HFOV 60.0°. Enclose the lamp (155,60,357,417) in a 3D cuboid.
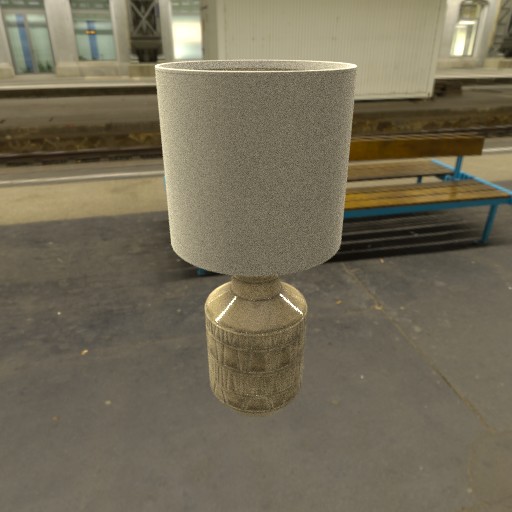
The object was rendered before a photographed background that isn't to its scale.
[{"bbox_3d":[0.000,0.000,0.573,0.211,0.455,0.211,-18,32,-32],"label":"lamp"}]
